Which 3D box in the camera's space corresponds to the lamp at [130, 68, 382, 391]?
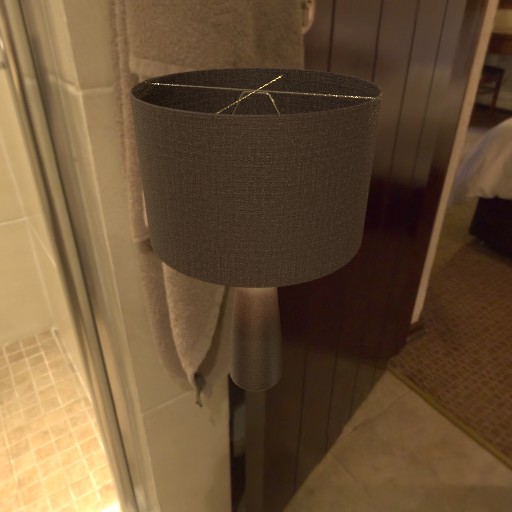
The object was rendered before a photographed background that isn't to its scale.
[{"bbox_3d":[0.000,0.000,0.671,0.303,0.488,0.303,0,31,0],"label":"lamp"}]
